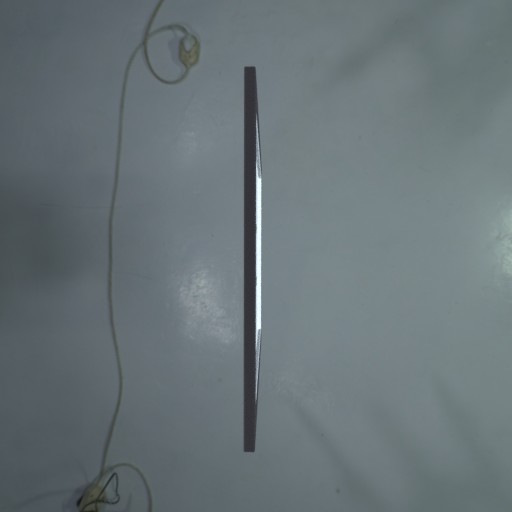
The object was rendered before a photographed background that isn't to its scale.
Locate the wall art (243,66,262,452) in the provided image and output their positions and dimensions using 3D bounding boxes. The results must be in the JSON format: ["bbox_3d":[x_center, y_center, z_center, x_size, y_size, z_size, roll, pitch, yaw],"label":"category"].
[{"bbox_3d":[0.000,0.000,0.693,0.012,0.529,0.374,0,91,1],"label":"wall art"}]
